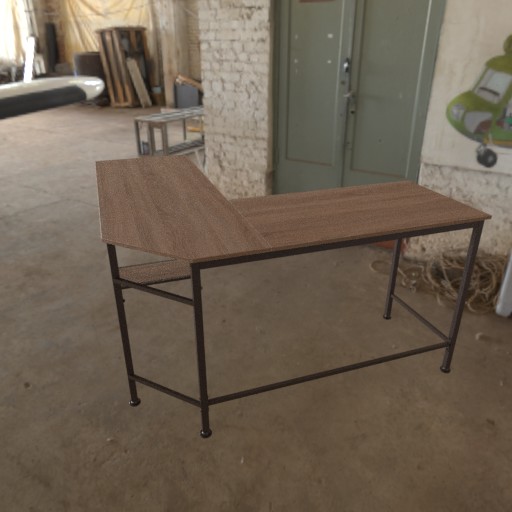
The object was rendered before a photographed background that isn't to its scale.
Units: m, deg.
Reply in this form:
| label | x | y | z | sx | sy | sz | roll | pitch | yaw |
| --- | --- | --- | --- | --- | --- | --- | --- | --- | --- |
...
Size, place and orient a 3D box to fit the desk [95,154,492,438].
| label | x | y | z | sx | sy | sz | roll | pitch | yaw |
| --- | --- | --- | --- | --- | --- | --- | --- | --- | --- |
| desk | 0.000 | 0.000 | 2.191 | 1.379 | 0.739 | 1.379 | -9 | 27 | -17 |
